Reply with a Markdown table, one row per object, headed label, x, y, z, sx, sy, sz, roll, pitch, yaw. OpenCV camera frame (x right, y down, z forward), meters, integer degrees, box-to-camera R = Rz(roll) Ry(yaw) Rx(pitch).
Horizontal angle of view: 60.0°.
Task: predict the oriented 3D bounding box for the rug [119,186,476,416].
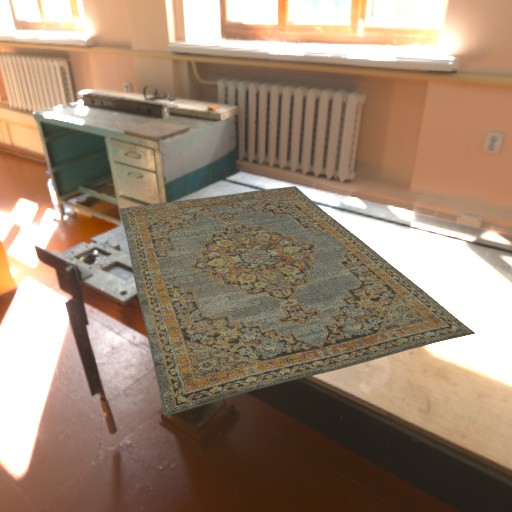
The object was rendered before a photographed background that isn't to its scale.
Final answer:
| label | x | y | z | sx | sy | sz | roll | pitch | yaw |
| --- | --- | --- | --- | --- | --- | --- | --- | --- | --- |
| rug | 0.000 | 0.000 | 4.007 | 2.158 | 0.024 | 3.063 | -10 | 31 | -17 |
